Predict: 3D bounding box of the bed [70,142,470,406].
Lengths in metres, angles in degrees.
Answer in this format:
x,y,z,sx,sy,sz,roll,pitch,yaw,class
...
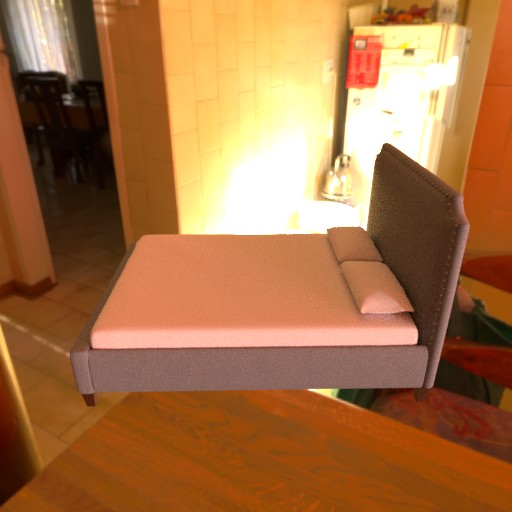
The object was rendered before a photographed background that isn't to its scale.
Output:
x,y,z,sx,sy,sz,roll,pitch,yaw,class
0.000,0.000,3.416,2.372,1.443,1.712,-1,26,-1,bed
